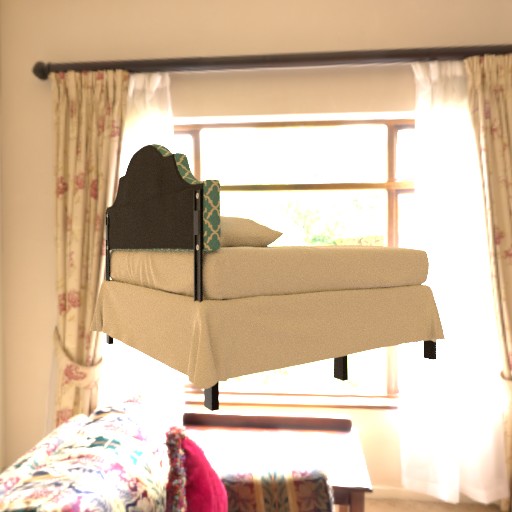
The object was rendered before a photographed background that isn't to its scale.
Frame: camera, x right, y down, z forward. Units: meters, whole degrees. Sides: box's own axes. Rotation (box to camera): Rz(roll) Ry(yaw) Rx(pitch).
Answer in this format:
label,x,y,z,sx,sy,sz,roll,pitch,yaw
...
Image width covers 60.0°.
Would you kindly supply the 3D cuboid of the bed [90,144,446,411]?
label,x,y,z,sx,sy,sz,roll,pitch,yaw
bed,0.000,0.000,3.740,2.222,1.601,2.314,-1,1,-34
